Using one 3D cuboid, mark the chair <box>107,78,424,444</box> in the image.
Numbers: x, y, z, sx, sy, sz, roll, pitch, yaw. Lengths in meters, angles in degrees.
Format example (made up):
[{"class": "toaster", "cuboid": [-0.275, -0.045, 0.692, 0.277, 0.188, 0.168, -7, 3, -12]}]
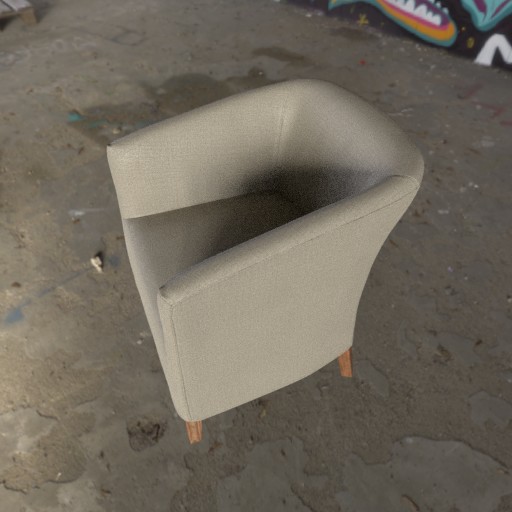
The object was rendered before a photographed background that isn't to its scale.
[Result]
[{"class": "chair", "cuboid": [0.000, 0.000, 1.261, 0.668, 0.771, 0.600, -17, 47, -16]}]
